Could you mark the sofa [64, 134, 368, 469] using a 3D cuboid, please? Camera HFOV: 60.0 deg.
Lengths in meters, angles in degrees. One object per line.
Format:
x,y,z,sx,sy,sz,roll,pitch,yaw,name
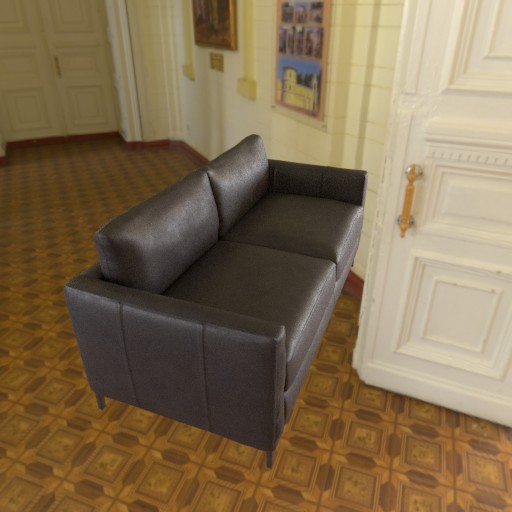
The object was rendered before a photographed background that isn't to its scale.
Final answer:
0.000,0.000,2.339,0.947,0.883,1.805,10,31,17,sofa
